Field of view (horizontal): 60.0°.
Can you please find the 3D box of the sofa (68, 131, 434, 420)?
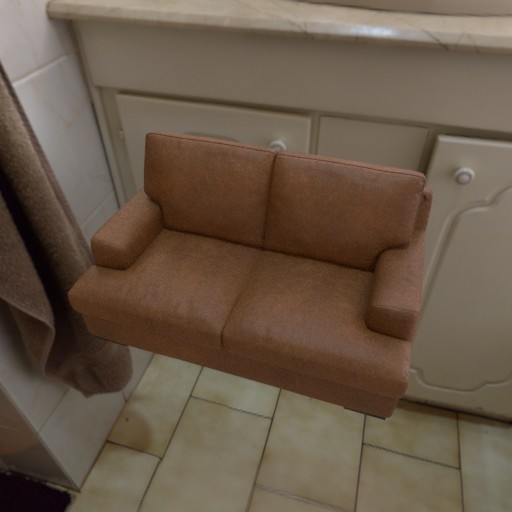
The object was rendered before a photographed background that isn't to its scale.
[{"bbox_3d":[0.000,0.000,2.560,1.880,0.966,1.144,12,43,13],"label":"sofa"}]
